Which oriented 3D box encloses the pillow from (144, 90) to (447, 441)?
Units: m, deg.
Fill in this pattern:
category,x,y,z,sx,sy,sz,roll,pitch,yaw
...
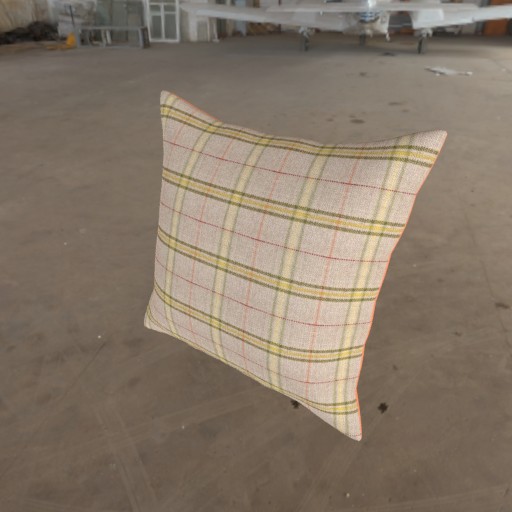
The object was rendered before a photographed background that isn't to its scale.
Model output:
category,x,y,z,sx,sy,sz,roll,pitch,yaw
pillow,0.000,0.000,0.686,0.453,0.430,0.200,19,36,29
